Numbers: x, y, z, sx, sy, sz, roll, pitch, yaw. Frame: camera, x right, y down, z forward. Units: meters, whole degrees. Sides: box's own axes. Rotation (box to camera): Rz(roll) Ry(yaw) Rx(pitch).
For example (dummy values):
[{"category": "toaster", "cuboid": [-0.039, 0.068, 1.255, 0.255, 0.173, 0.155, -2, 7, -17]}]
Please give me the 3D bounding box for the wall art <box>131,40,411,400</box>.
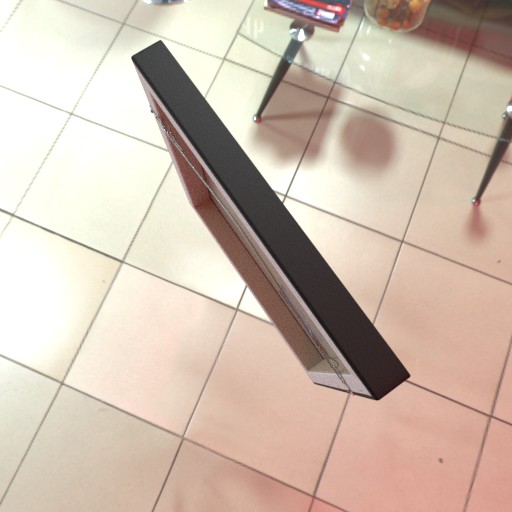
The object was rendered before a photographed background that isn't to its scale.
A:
[{"category": "wall art", "cuboid": [0.000, 0.000, 0.607, 0.041, 0.407, 0.406, -34, 78, -8]}]
